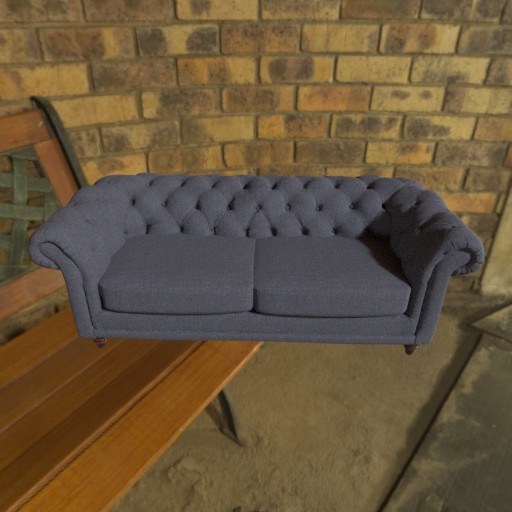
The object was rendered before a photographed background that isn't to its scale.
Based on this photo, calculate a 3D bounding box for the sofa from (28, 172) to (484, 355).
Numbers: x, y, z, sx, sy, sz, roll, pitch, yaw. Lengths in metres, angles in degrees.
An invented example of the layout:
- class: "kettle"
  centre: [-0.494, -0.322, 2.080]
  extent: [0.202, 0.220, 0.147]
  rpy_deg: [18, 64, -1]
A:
- class: "sofa"
  centre: [0.000, 0.000, 2.801]
  extent: [2.335, 0.836, 1.046]
  rpy_deg: [1, 30, 2]
